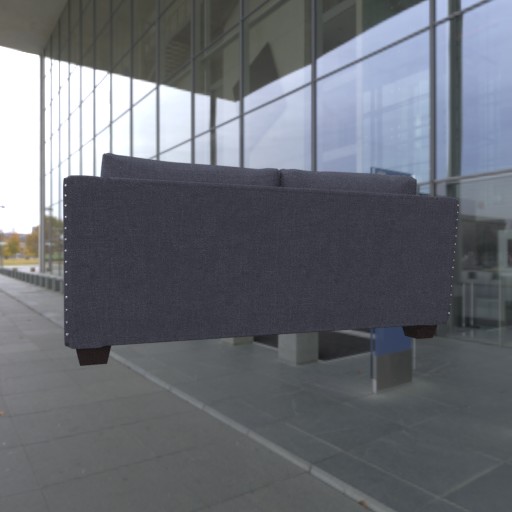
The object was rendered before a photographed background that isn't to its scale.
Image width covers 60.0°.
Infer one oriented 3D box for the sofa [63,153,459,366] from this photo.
[{"bbox_3d":[0.000,0.000,3.281,2.550,1.196,1.336,0,0,-20],"label":"sofa"}]
